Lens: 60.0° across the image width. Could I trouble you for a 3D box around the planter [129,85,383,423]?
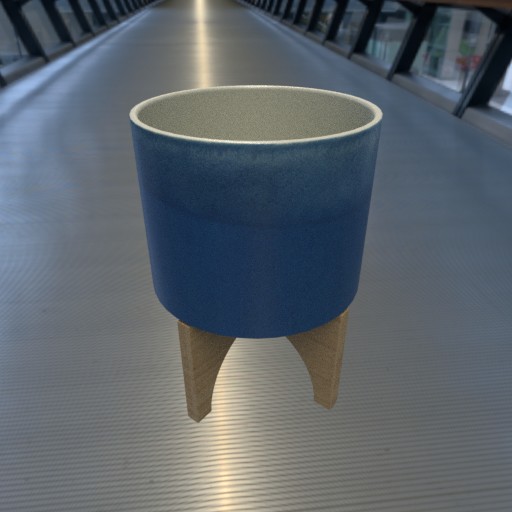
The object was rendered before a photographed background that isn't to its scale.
[{"bbox_3d":[0.000,0.000,0.563,0.261,0.367,0.261,0,31,0],"label":"planter"}]
